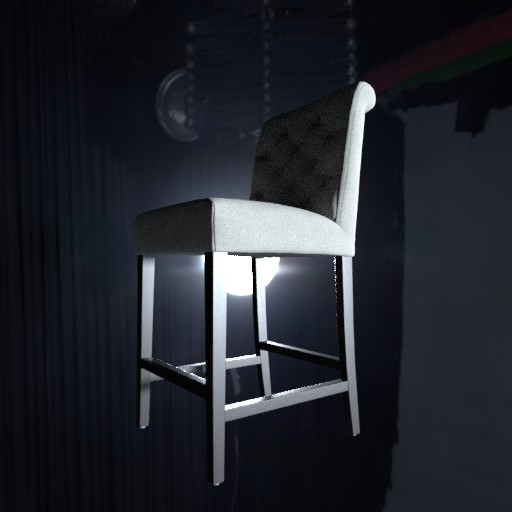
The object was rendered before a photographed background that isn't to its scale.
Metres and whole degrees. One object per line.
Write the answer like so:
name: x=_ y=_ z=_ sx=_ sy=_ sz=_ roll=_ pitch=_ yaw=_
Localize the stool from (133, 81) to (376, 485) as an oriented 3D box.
stool: x=0.000 y=0.000 z=1.345 sx=0.601 sy=1.040 sz=0.493 roll=1 pitch=-1 yaw=-36
